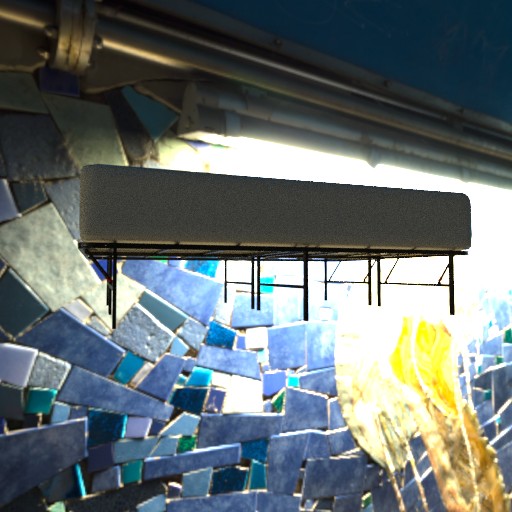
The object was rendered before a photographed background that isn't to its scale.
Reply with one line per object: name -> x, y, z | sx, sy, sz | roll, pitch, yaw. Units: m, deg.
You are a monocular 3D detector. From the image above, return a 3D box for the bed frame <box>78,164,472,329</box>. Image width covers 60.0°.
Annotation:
bed frame -> 0.000, 0.000, 2.803 | 2.037, 0.677, 1.528 | 1, -2, -20
